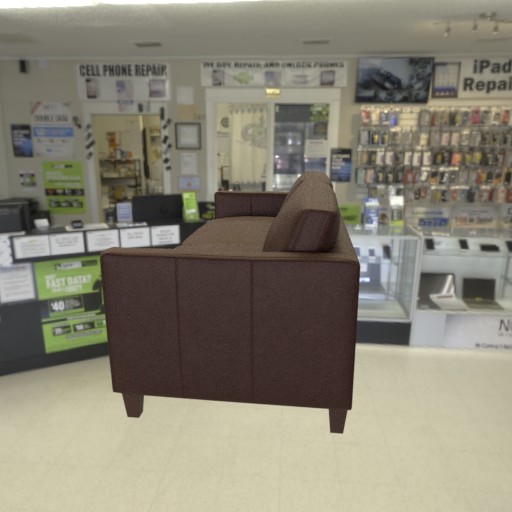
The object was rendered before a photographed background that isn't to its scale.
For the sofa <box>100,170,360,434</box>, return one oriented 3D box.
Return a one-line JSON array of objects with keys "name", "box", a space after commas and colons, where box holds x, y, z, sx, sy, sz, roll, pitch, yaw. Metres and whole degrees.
[{"name": "sofa", "box": [0.000, 0.000, 2.462, 0.923, 0.863, 1.971, 2, 15, 7]}]
